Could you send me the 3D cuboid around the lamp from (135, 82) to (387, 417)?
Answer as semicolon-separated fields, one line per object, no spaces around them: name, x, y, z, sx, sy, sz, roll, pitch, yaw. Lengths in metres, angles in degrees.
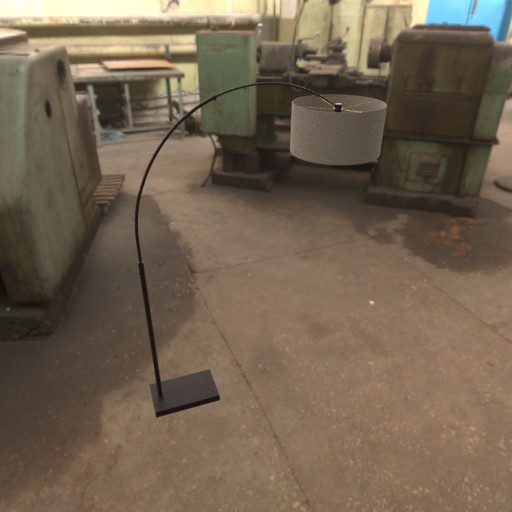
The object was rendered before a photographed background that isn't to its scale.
lamp;0.000;0.000;2.622;1.424;1.927;0.493;-10;31;-17
